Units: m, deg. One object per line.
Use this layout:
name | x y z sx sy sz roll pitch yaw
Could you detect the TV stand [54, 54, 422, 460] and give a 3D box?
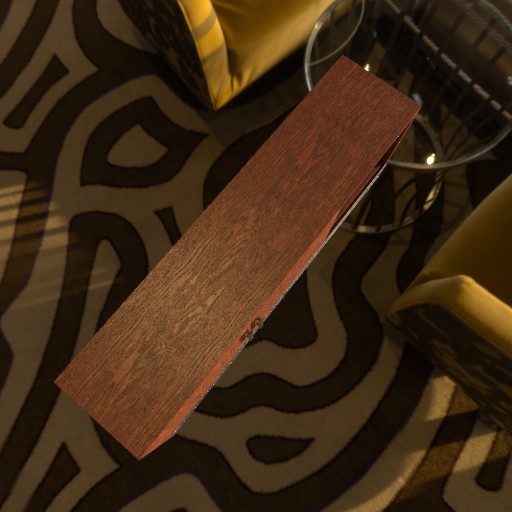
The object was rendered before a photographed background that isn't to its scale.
TV stand | 0.000 0.000 1.781 0.382 0.578 1.541 38 78 9
